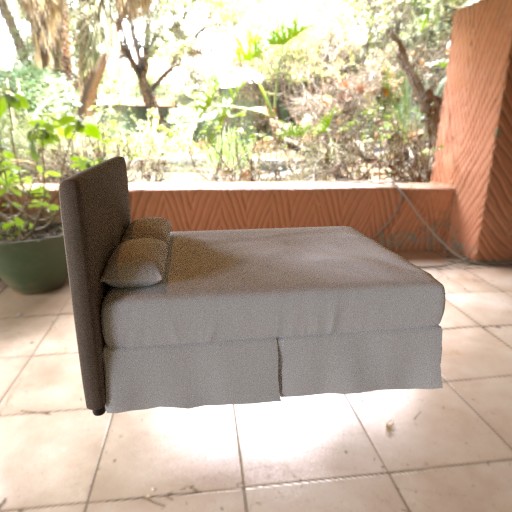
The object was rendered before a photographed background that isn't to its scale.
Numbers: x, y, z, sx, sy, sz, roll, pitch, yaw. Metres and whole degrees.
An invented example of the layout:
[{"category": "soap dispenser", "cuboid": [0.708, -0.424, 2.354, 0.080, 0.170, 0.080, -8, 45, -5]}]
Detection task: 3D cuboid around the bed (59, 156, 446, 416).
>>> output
[{"category": "bed", "cuboid": [0.000, 0.000, 3.181, 2.142, 1.330, 1.723, -2, 17, -8]}]
